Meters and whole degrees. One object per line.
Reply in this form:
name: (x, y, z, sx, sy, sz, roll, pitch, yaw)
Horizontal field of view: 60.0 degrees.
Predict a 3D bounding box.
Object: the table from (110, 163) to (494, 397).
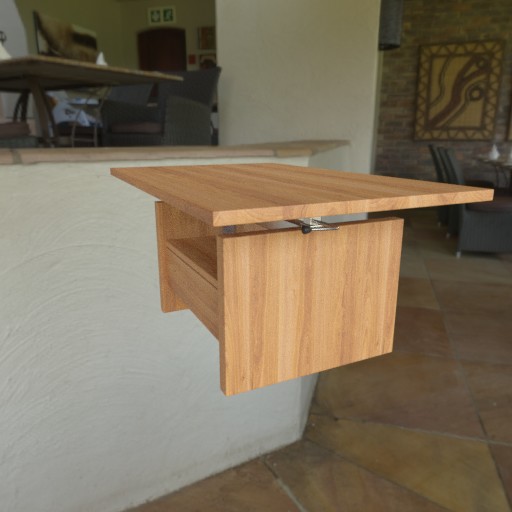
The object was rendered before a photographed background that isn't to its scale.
table: (0.000, 0.000, 1.430, 0.700, 0.510, 1.100, -7, 17, -25)
